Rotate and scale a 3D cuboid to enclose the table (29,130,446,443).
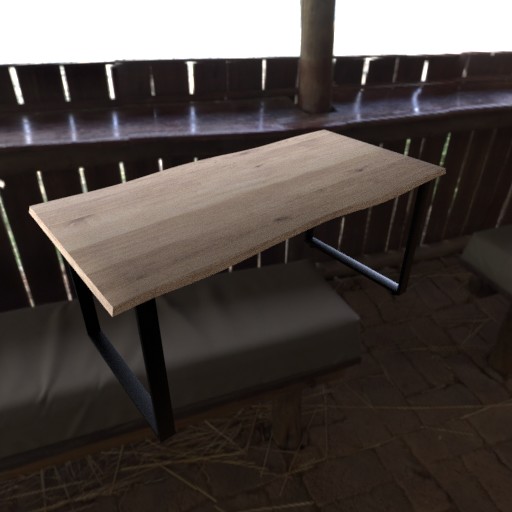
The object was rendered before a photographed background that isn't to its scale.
[{"bbox_3d":[0.000,0.000,2.280,1.800,0.780,0.900,-23,39,-32],"label":"table"}]
